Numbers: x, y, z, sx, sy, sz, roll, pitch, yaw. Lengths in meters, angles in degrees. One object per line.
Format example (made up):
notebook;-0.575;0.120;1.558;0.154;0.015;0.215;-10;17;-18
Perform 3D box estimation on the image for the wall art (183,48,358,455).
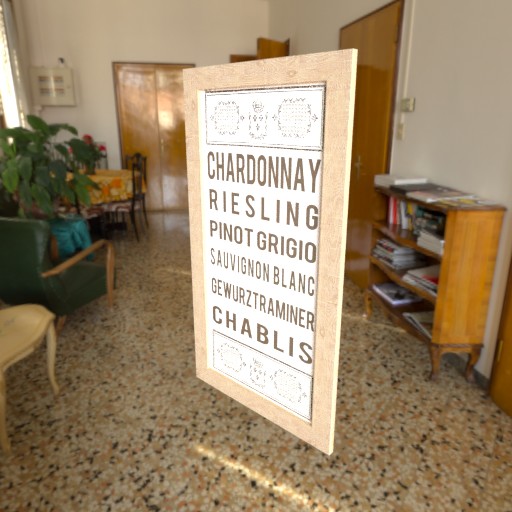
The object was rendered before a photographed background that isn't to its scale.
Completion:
wall art;0.000;0.000;0.842;0.381;0.683;0.013;15;23;41
